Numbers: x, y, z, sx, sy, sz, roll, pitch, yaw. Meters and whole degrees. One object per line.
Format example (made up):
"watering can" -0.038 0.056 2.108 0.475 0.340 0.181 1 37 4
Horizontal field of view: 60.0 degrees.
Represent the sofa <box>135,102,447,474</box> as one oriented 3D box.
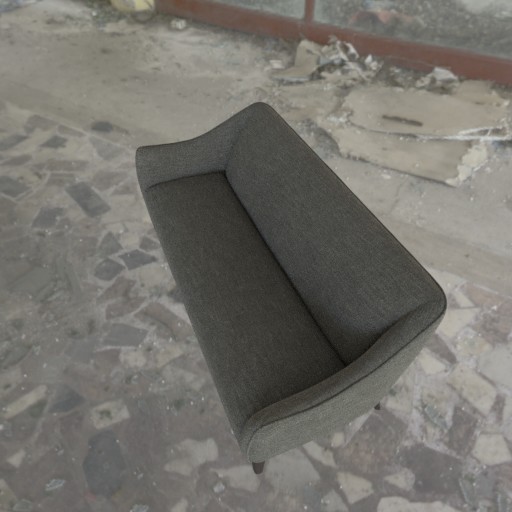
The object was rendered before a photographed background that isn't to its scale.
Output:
"sofa" 0.000 0.000 2.346 0.867 0.829 1.928 -16 47 -16
